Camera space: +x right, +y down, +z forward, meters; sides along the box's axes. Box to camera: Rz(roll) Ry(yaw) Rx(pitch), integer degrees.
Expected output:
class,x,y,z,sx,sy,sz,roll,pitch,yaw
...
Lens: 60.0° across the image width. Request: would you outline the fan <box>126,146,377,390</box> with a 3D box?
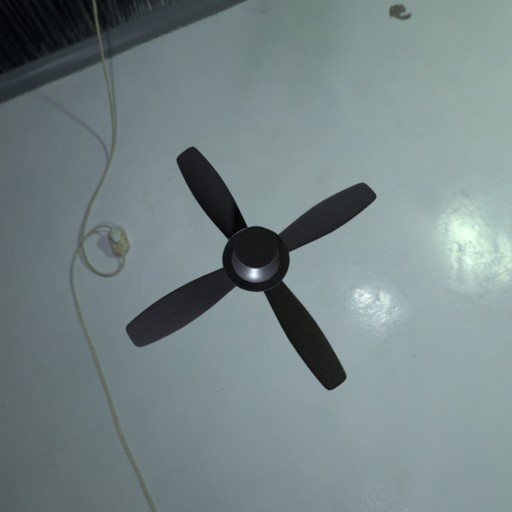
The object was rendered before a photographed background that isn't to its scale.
class,x,y,z,sx,sy,sz,roll,pitch,yaw
fan,0.000,0.000,2.527,1.694,0.382,1.694,-32,78,-8
